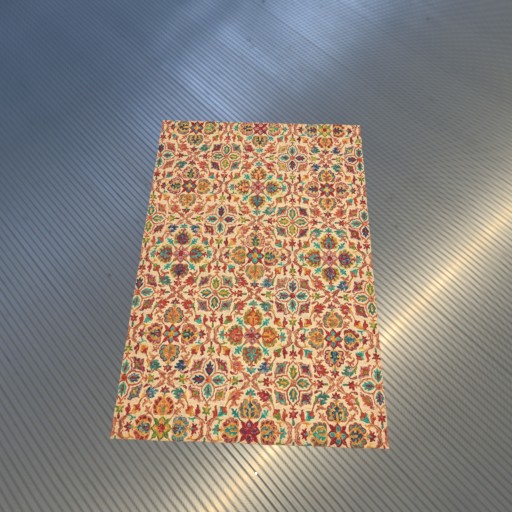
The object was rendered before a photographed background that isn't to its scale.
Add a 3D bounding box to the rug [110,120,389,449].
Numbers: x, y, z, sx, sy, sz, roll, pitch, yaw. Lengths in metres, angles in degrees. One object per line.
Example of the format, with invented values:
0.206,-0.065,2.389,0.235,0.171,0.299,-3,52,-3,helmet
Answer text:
0.000,0.000,2.344,1.226,0.013,1.838,2,64,1,rug
